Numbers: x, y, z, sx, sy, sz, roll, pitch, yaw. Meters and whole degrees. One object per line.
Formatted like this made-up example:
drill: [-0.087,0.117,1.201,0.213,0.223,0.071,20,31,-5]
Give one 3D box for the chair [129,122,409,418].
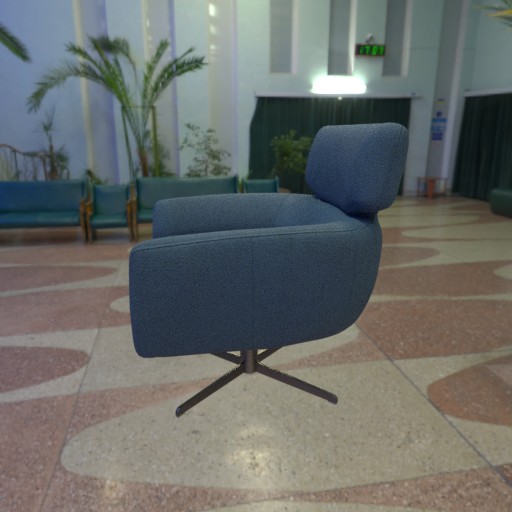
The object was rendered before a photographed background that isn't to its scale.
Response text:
chair: [0.000,0.000,1.422,0.761,0.813,0.738,-2,16,-8]
